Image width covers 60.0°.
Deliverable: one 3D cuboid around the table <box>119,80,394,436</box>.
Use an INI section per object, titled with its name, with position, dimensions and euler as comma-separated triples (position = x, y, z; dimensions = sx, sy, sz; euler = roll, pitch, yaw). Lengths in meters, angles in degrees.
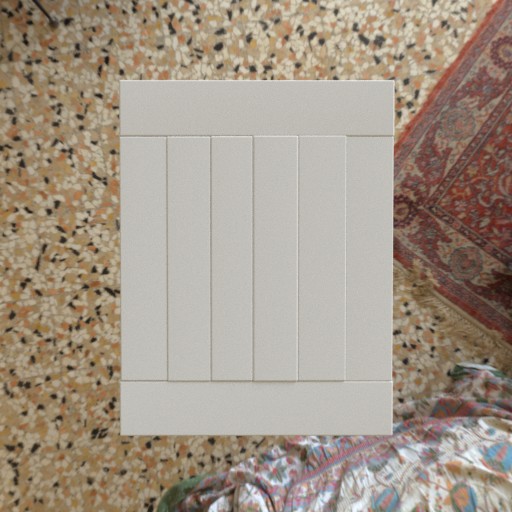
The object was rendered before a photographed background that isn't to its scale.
[table]
position = 0.000, 0.000, 1.045
dimensions = 0.463, 0.605, 0.599
euler = 0, 91, 0
